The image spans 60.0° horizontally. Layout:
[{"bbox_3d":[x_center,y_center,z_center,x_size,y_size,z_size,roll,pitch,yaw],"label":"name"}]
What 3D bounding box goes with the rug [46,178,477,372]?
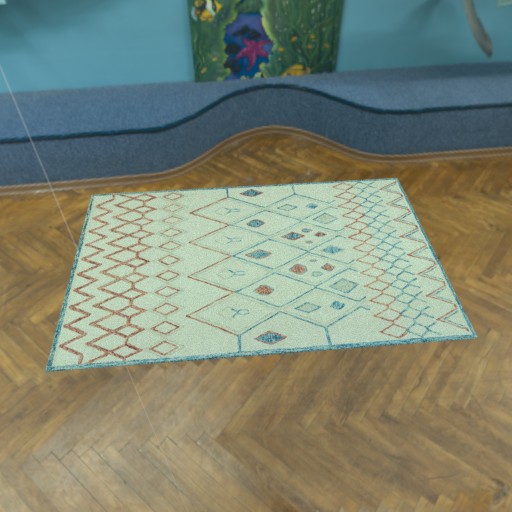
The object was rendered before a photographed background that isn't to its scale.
[{"bbox_3d":[0.000,0.000,3.008,2.438,0.015,1.524,-4,47,-3],"label":"rug"}]
